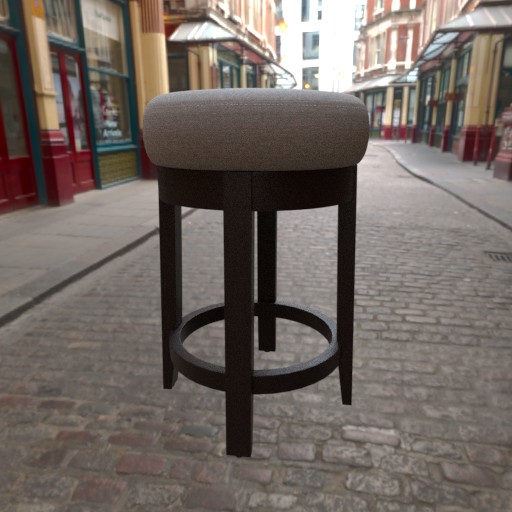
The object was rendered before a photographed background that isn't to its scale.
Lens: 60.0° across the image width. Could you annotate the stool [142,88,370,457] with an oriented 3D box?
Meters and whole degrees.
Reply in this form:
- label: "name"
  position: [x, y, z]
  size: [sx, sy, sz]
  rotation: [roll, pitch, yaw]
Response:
- label: "stool"
  position: [0.000, 0.000, 0.959]
  size: [0.443, 0.672, 0.443]
  rotation: [0, 16, 0]
